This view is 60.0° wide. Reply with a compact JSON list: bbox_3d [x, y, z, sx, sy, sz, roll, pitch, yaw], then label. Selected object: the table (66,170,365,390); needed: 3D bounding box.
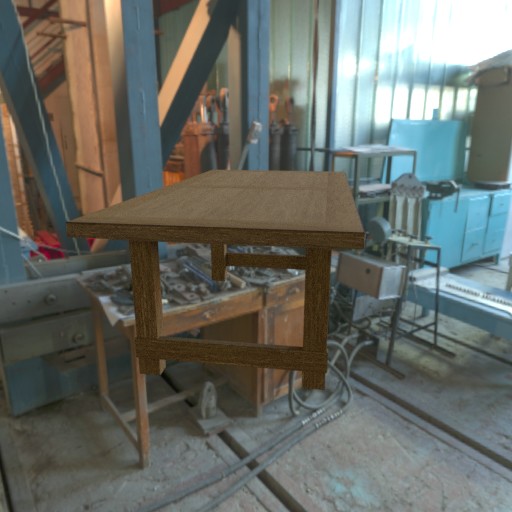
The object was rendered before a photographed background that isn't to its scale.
[{"bbox_3d":[0.000,0.000,2.479,1.000,0.762,1.982,3,16,9],"label":"table"}]
